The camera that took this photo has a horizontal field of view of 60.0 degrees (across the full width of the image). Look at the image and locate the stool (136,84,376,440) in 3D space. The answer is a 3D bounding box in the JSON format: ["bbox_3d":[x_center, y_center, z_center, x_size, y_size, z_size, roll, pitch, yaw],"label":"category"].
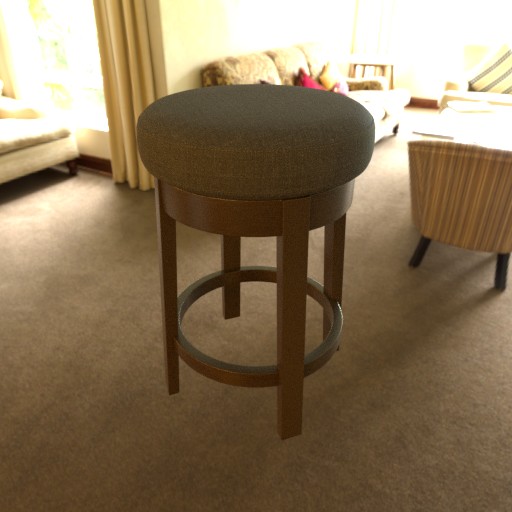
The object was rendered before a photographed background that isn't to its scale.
[{"bbox_3d":[0.000,0.000,0.956,0.449,0.655,0.449,0,31,0],"label":"stool"}]
